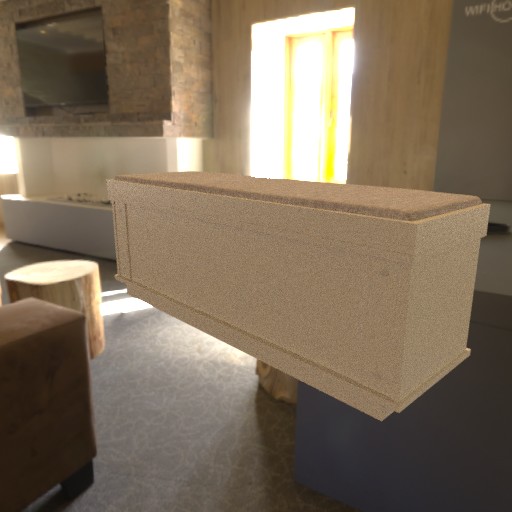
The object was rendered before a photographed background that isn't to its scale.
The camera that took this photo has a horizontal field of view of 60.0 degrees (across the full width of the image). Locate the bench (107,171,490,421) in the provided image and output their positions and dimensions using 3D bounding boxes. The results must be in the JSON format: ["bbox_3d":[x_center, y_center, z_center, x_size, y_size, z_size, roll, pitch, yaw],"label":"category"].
[{"bbox_3d":[0.000,0.000,1.370,0.363,0.453,1.196,-14,20,-42],"label":"bench"}]
